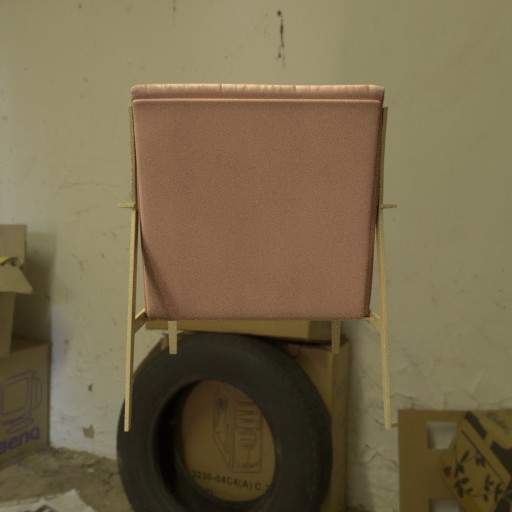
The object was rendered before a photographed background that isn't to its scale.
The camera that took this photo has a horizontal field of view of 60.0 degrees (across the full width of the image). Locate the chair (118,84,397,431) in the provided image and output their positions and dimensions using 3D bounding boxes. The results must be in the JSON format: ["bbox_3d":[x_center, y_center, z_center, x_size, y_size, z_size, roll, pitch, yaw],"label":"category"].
[{"bbox_3d":[0.000,0.000,1.444,0.701,0.823,0.848,0,0,-1],"label":"chair"}]
